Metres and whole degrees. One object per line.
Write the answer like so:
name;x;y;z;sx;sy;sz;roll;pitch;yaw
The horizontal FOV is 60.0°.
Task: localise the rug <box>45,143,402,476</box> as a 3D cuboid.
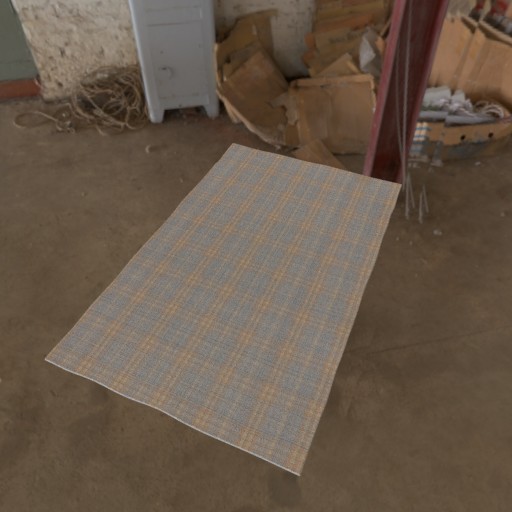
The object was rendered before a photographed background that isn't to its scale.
rug;0.000;0.000;3.072;1.545;0.016;2.460;18;49;16
